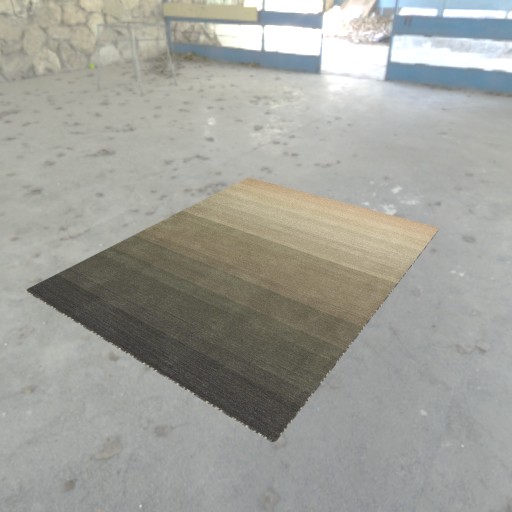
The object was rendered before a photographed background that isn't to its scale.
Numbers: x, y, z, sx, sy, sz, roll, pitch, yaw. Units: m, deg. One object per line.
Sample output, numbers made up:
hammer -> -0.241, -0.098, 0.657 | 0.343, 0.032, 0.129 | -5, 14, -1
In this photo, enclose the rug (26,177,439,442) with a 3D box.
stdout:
rug -> 0.000, 0.000, 3.846 | 2.305, 0.017, 2.902 | 20, 37, 30
